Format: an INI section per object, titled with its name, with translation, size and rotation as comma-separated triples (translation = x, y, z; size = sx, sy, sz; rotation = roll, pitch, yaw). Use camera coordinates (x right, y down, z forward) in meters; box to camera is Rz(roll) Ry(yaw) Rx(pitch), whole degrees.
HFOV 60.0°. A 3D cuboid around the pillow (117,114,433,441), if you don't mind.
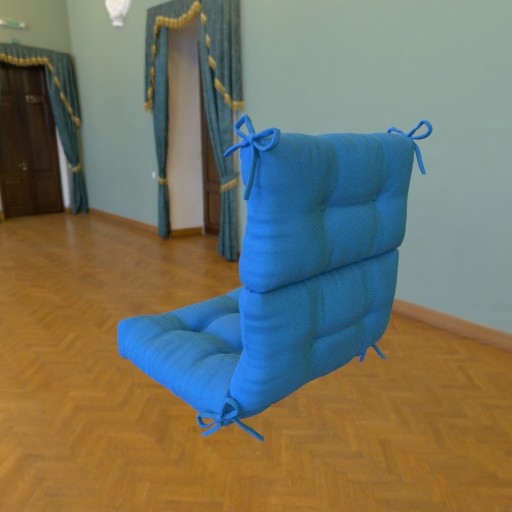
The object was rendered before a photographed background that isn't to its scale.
[pillow]
translation = 0.000, 0.000, 1.028
size = 0.519, 0.605, 0.571
rotation = -14, 21, -41
